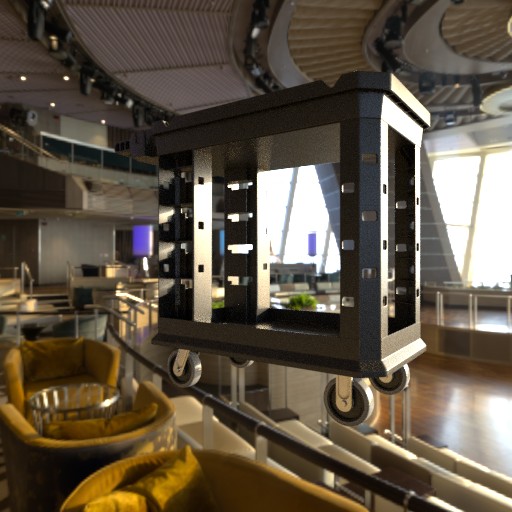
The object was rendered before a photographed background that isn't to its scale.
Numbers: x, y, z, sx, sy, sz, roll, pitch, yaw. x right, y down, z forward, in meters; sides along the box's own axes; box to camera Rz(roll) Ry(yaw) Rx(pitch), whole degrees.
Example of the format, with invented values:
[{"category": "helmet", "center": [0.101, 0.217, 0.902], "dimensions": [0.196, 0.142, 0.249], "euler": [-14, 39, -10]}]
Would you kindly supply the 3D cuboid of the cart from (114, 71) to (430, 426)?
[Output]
[{"category": "cart", "center": [0.000, 0.000, 1.527], "dimensions": [1.061, 0.884, 0.497], "euler": [0, 0, 35]}]
